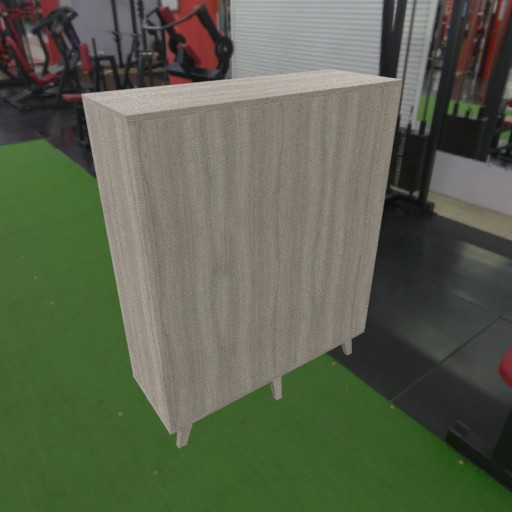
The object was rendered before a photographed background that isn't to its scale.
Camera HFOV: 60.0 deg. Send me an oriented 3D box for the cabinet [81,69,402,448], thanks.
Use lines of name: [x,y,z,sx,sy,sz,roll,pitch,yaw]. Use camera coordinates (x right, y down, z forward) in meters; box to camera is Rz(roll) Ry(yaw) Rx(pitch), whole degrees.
cabinet: [0.000,0.000,1.919,1.111,1.388,0.398,-19,35,-30]
